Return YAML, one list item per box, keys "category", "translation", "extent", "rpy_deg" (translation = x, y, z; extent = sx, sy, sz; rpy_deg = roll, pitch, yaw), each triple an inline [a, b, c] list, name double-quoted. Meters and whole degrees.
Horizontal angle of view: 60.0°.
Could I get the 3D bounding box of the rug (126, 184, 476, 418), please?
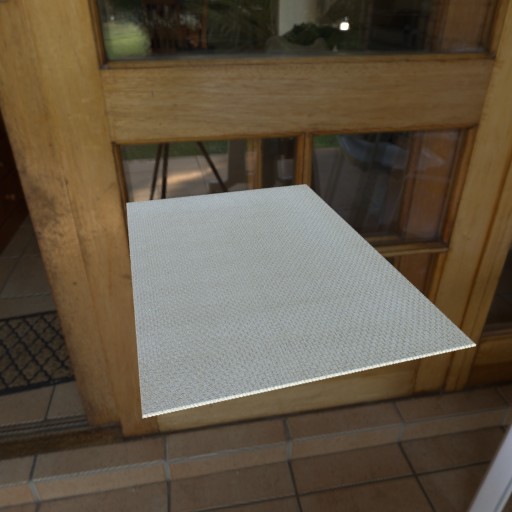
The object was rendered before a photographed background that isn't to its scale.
- category: "rug"
  translation: [0.000, 0.000, 2.768]
  extent: [1.509, 0.013, 2.144]
  rpy_deg: [-8, 31, -14]
